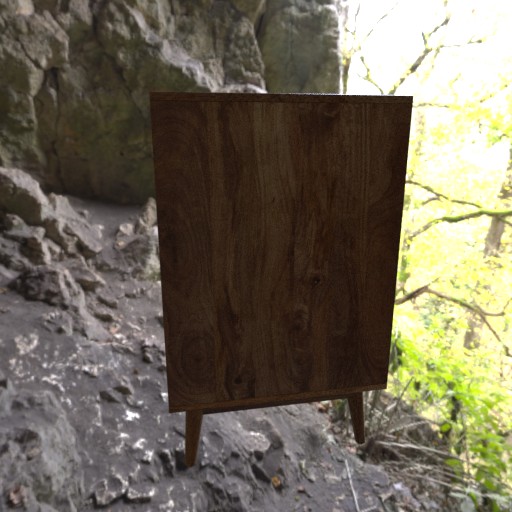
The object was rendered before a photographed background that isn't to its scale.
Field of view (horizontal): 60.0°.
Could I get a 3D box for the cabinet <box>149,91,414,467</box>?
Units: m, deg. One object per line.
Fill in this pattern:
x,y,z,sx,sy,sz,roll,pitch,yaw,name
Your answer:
0.000,0.000,1.167,0.473,0.758,0.647,-3,16,-10,cabinet
